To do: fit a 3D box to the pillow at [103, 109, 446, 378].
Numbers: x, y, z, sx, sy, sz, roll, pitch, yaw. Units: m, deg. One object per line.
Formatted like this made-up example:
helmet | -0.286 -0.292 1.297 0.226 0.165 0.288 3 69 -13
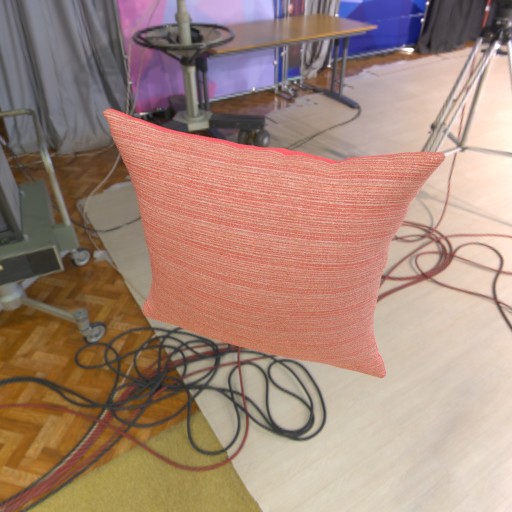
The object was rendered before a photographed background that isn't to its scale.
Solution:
pillow | 0.000 0.000 0.819 0.559 0.501 0.229 12 42 14
